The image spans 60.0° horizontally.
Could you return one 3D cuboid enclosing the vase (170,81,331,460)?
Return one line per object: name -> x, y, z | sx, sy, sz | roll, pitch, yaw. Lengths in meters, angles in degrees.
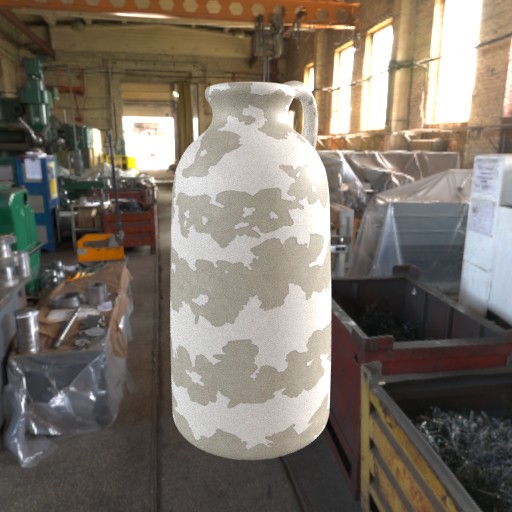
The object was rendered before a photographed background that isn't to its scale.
vase -> 0.000, 0.000, 0.497 | 0.186, 0.382, 0.203 | 13, 18, 43
